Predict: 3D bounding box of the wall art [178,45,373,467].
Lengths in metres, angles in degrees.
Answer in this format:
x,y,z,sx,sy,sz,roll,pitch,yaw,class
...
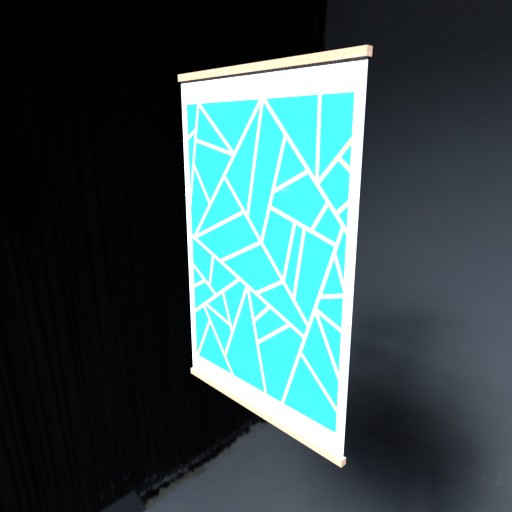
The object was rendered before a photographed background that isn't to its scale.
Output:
x,y,z,sx,sy,sz,roll,pitch,yaw,class
0.000,0.000,1.887,0.030,1.519,0.990,-15,21,-42,wall art
